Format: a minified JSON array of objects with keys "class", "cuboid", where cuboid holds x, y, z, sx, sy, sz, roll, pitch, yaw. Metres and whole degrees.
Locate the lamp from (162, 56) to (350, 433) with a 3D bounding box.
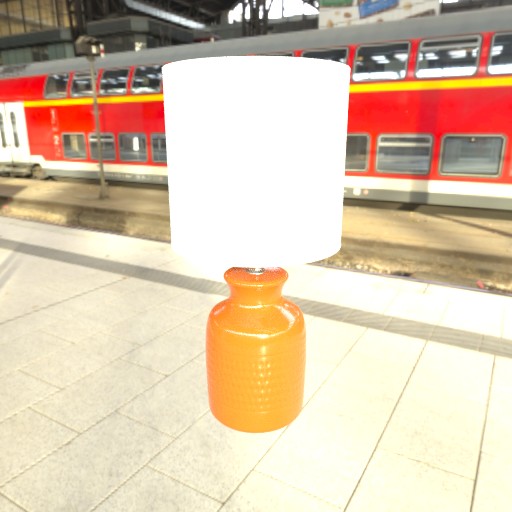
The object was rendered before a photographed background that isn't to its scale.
[{"class":"lamp","cuboid":[0.000,0.000,1.121,0.418,0.871,0.418,9,18,28]}]
